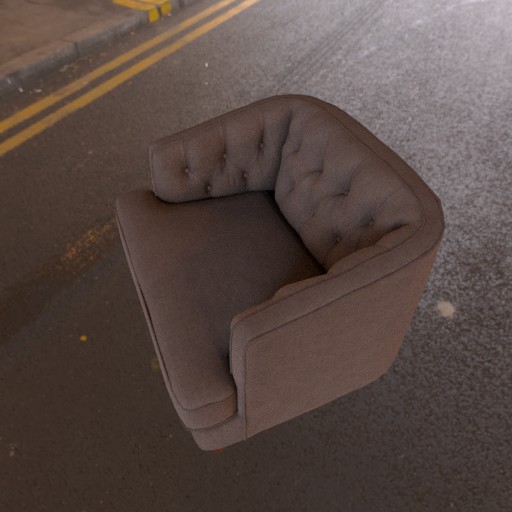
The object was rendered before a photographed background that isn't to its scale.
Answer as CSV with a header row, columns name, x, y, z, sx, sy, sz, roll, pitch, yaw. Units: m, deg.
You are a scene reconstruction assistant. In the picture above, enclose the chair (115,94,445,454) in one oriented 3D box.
name,x,y,z,sx,sy,sz,roll,pitch,yaw
chair,0.000,0.000,1.742,0.941,0.852,1.104,-17,47,-16
